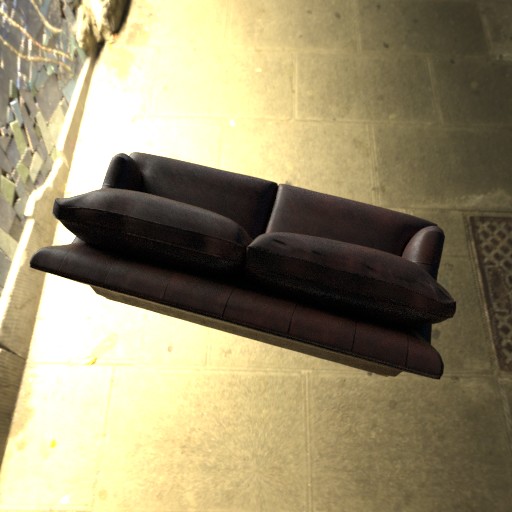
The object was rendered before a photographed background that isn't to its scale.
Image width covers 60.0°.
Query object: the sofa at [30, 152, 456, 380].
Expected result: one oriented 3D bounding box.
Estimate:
[{"bbox_3d":[0.000,0.000,2.706,2.144,1.071,1.147,14,65,7],"label":"sofa"}]
